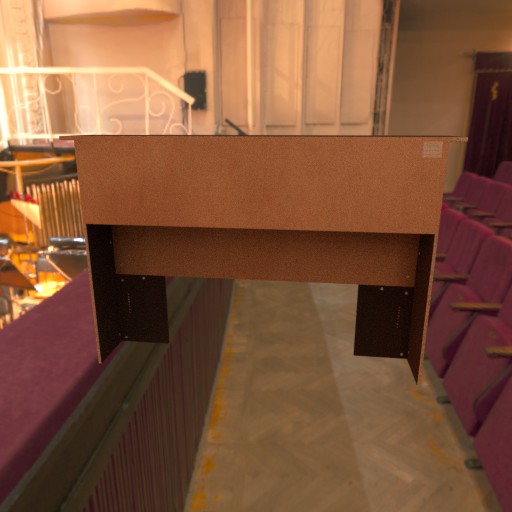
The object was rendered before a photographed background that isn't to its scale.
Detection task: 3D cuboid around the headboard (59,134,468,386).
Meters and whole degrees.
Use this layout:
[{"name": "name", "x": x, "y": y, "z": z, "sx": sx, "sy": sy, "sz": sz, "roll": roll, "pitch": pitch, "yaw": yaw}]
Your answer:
[{"name": "headboard", "x": 0.000, "y": 0.000, "z": 2.085, "sx": 1.671, "sy": 1.092, "sz": 0.279, "roll": 2, "pitch": 17, "yaw": 7}]
